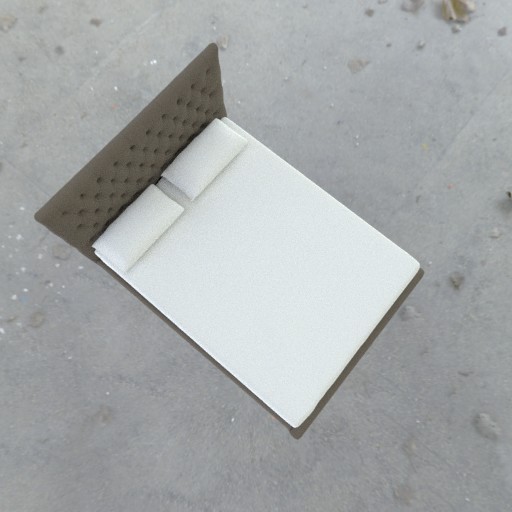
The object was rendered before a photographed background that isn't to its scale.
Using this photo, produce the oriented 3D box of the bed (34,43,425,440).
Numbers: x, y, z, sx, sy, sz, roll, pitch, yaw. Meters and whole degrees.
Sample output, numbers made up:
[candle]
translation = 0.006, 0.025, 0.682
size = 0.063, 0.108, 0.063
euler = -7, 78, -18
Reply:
[bed]
translation = 0.000, 0.000, 3.387
size = 2.233, 1.426, 1.696
euler = 39, 78, 10
